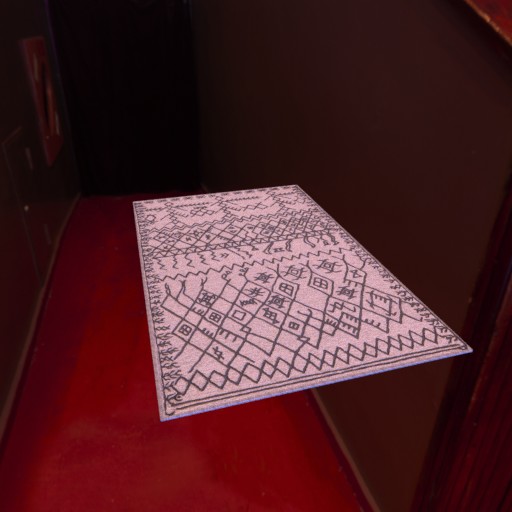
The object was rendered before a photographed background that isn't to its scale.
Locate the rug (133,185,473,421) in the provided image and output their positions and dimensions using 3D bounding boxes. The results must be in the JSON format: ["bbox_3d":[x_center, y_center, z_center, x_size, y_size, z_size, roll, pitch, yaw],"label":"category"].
[{"bbox_3d":[0.000,0.000,3.027,1.526,0.012,2.444,-8,30,-14],"label":"rug"}]
